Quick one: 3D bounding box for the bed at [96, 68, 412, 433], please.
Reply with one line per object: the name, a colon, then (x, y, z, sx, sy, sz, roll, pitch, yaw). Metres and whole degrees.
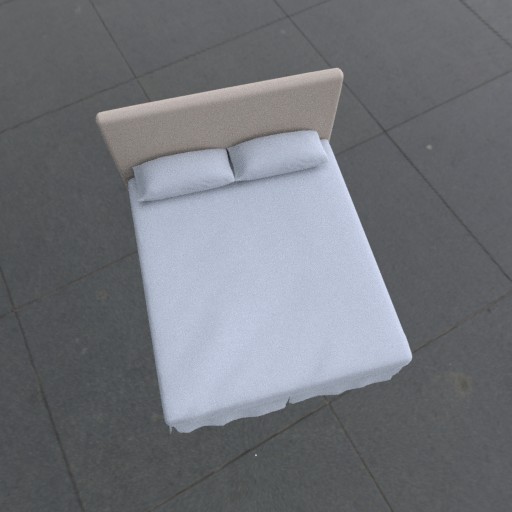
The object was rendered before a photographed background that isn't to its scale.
bed: (0.000, 0.000, 3.354, 1.884, 1.330, 2.142, -13, 66, -6)
